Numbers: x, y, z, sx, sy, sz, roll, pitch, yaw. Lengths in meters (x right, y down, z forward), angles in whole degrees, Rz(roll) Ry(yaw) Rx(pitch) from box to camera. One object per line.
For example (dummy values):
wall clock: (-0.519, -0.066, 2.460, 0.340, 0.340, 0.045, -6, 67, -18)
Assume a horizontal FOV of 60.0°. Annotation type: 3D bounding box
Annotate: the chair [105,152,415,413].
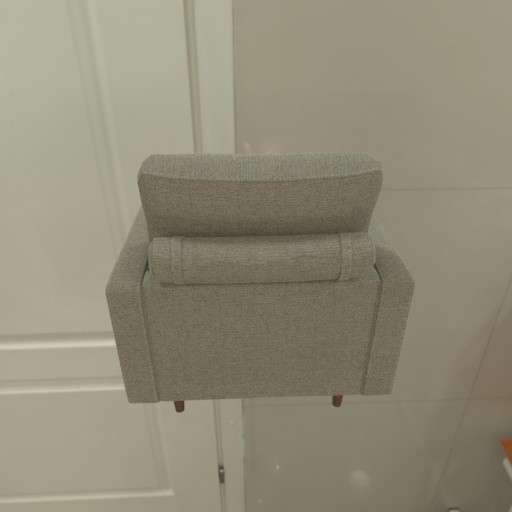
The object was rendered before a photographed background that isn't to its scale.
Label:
chair: (0.000, 0.000, 1.536, 0.821, 0.880, 0.843, -1, 31, -2)
